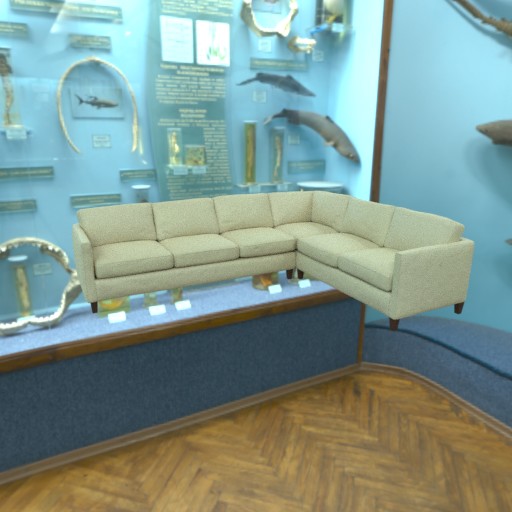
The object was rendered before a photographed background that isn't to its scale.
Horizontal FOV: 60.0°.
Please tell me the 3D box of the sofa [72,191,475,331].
[{"bbox_3d":[0.000,0.000,4.539,3.302,0.947,2.593,-8,18,-26],"label":"sofa"}]
